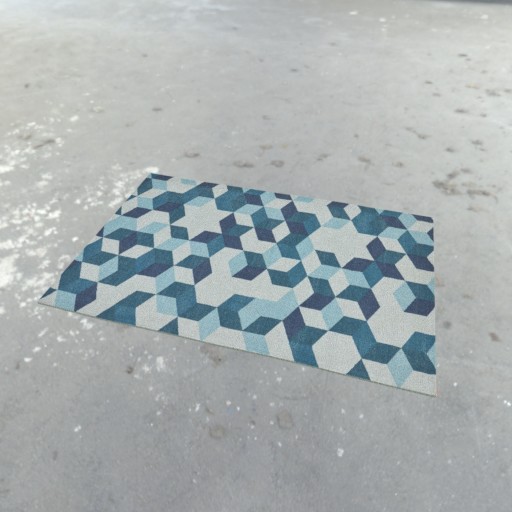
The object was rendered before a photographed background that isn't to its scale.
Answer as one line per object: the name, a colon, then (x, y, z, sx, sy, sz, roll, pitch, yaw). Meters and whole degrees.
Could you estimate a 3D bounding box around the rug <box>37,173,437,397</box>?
rug: (0.000, 0.000, 2.371, 1.829, 0.014, 1.235, 11, 43, 12)
